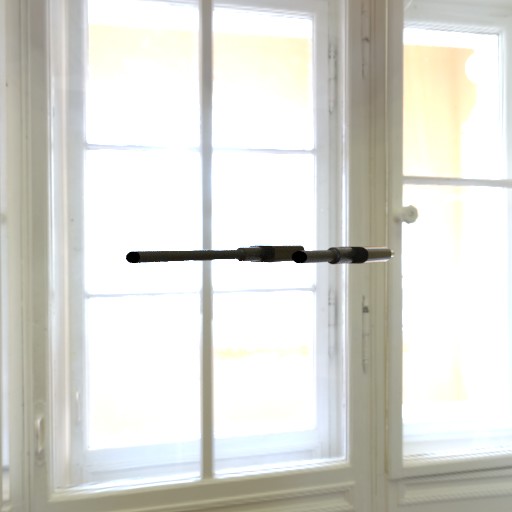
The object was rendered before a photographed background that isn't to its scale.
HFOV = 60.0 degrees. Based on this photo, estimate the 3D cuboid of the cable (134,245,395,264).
[{"bbox_3d":[0.000,0.000,0.112,0.040,0.006,0.098,1,2,35],"label":"cable"}]
